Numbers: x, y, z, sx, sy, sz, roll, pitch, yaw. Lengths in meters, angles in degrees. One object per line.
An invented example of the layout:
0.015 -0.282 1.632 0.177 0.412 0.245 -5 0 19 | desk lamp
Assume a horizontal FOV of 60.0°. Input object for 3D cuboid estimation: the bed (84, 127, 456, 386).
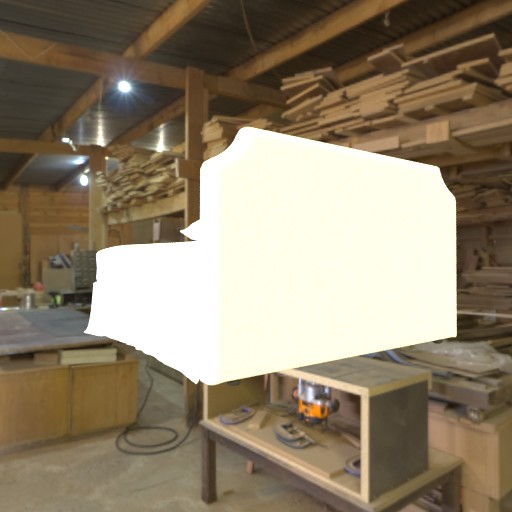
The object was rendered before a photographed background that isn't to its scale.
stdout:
0.000 0.000 3.577 2.160 1.301 2.204 0 0 -36 | bed
